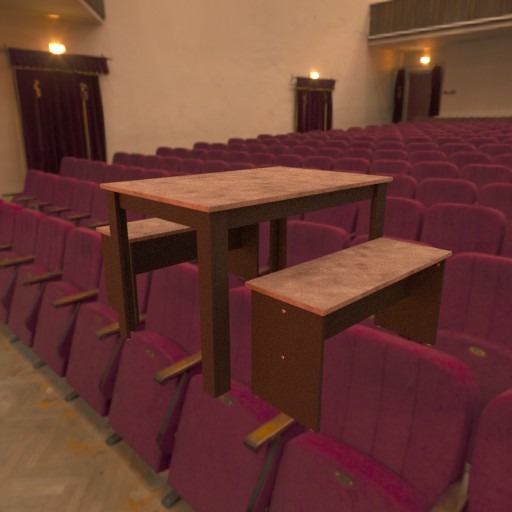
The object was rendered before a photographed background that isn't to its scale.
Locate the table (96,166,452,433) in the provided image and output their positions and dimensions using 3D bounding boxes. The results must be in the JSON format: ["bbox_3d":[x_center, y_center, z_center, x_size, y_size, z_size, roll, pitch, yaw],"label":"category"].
[{"bbox_3d":[0.000,0.000,2.066,1.100,0.700,1.443,-16,23,-42],"label":"table"}]
